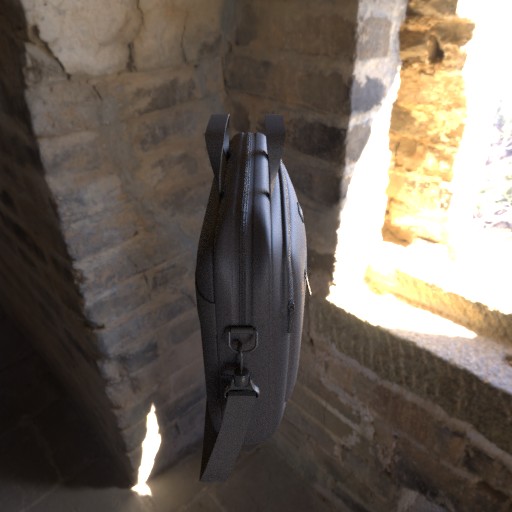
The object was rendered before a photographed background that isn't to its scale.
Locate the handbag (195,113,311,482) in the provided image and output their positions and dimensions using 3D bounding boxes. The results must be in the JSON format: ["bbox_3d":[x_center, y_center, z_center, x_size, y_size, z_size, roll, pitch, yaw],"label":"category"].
[{"bbox_3d":[0.000,0.000,0.560,0.126,0.330,0.429,0,32,0],"label":"handbag"}]
